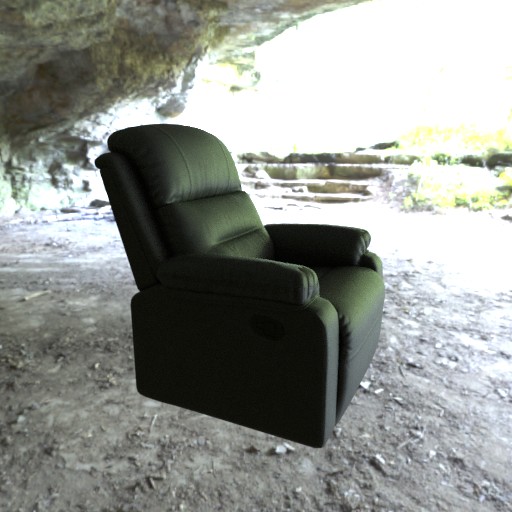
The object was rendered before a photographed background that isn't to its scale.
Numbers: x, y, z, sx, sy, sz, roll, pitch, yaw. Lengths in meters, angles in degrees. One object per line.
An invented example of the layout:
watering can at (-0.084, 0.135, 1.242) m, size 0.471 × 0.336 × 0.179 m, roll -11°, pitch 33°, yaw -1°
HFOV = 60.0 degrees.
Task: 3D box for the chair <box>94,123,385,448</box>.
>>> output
chair at (0.000, 0.000, 1.706) m, size 0.919 × 0.992 × 0.855 m, roll 7°, pitch 15°, yaw 26°
